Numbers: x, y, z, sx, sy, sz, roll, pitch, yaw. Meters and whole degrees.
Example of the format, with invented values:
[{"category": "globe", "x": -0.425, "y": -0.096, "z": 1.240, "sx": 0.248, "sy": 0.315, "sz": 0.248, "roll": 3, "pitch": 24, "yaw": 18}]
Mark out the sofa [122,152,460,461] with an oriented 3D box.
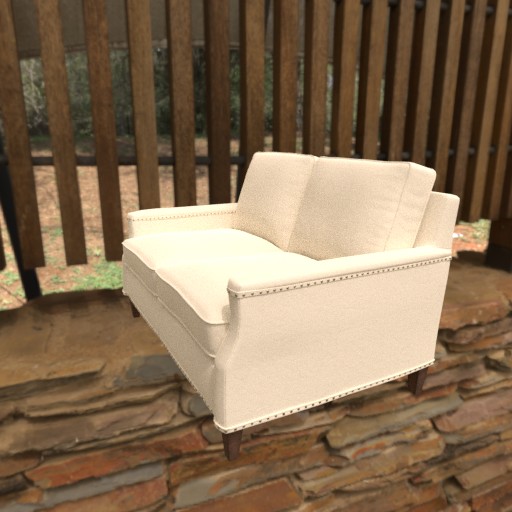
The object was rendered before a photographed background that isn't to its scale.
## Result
[{"category": "sofa", "x": 0.000, "y": 0.000, "z": 2.260, "sx": 1.084, "sy": 1.003, "sz": 1.597, "roll": -8, "pitch": 17, "yaw": -27}]
